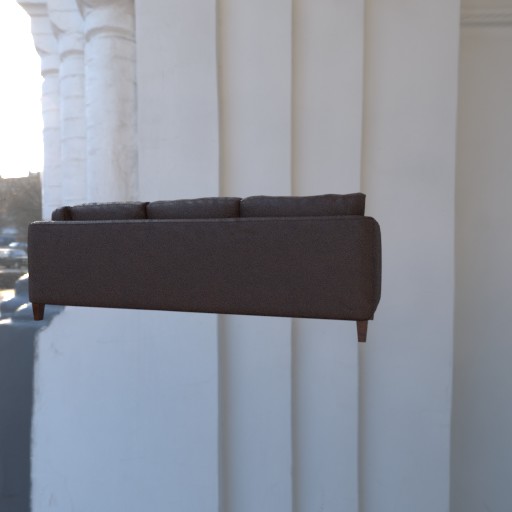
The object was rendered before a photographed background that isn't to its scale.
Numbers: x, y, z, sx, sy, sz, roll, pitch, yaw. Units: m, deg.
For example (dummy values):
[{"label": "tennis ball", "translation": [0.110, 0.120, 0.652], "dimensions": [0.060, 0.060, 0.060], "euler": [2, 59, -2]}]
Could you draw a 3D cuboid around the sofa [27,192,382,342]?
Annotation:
[{"label": "sofa", "translation": [0.000, 0.000, 4.599], "dimensions": [2.593, 0.923, 3.460], "euler": [0, 2, 18]}]
